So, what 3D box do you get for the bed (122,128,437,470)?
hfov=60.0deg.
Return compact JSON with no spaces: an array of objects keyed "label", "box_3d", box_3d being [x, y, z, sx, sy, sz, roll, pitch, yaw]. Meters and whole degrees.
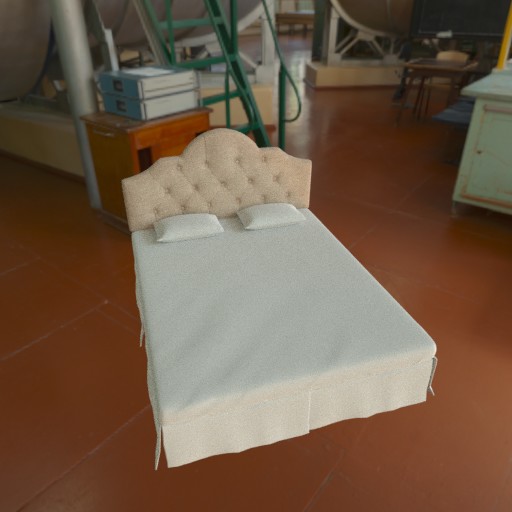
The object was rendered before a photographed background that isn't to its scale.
[{"label":"bed","box_3d":[0.000,0.000,2.955,1.667,1.194,1.970,-9,32,-15]}]
